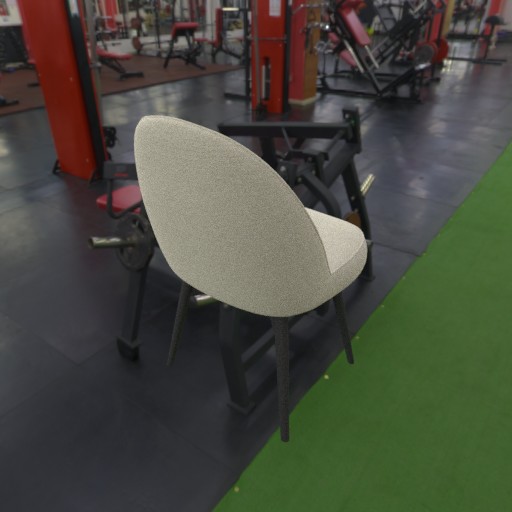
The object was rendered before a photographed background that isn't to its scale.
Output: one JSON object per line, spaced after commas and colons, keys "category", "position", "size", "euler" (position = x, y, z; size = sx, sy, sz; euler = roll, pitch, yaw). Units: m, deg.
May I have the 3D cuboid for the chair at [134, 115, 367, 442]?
{"category": "chair", "position": [0.000, 0.000, 1.219], "size": [0.532, 0.838, 0.540], "euler": [22, 37, 32]}
